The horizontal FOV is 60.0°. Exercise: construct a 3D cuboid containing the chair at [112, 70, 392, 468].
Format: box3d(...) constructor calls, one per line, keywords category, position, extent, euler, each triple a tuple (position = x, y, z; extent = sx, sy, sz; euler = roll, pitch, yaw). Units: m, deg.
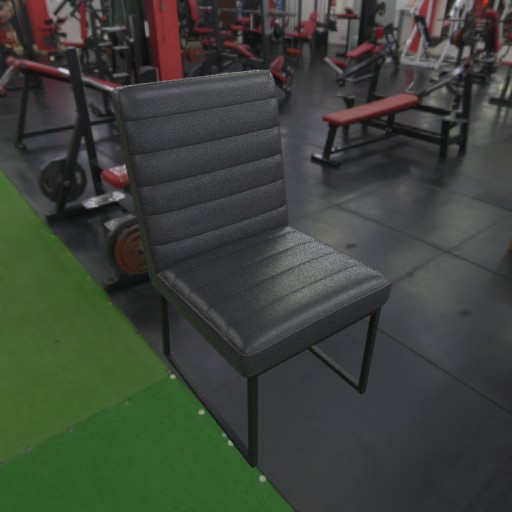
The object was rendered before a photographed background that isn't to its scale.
box3d(category="chair", position=(0.000, 0.000, 1.316), extent=(0.520, 0.930, 0.634), euler=(-21, 37, -30))
